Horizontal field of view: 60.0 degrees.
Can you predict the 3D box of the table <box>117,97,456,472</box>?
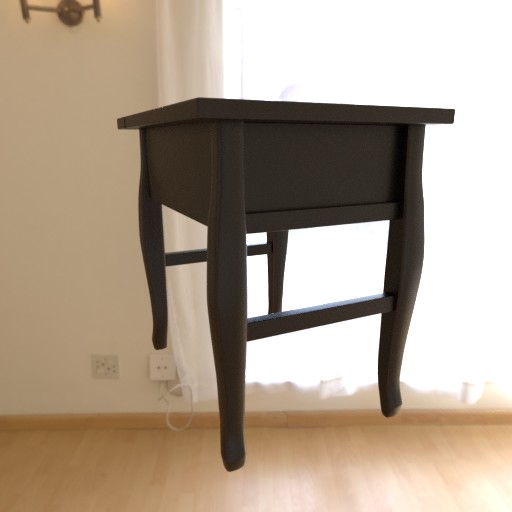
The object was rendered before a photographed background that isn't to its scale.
[{"bbox_3d":[0.000,0.000,0.989,0.460,0.604,0.602,-7,16,-25],"label":"table"}]
